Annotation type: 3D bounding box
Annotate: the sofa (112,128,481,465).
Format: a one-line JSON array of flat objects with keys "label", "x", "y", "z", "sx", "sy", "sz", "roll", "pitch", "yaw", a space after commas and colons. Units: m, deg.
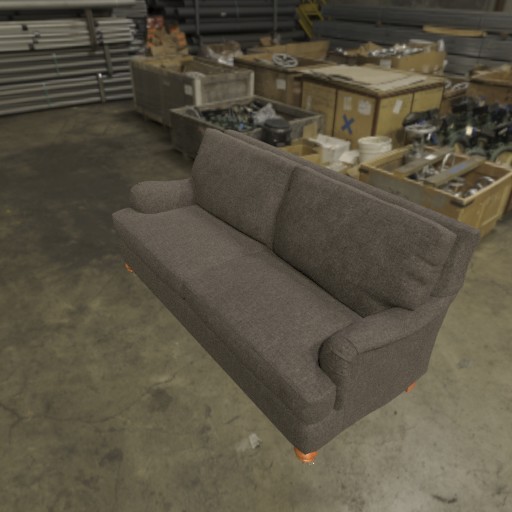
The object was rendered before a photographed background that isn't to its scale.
[{"label": "sofa", "x": 0.000, "y": 0.000, "z": 2.732, "sx": 1.087, "sy": 1.054, "sz": 2.160, "roll": -21, "pitch": 37, "yaw": -31}]
